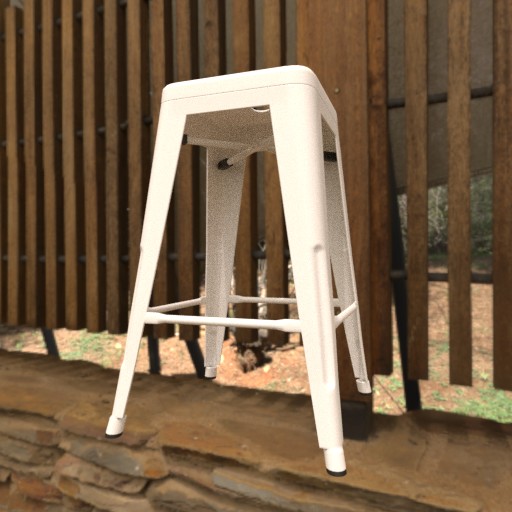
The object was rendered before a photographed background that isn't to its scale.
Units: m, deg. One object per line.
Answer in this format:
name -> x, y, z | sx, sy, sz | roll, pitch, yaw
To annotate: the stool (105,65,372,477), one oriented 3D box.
stool -> 0.000, 0.000, 0.867 | 0.406, 0.610, 0.406 | 0, 0, 20
